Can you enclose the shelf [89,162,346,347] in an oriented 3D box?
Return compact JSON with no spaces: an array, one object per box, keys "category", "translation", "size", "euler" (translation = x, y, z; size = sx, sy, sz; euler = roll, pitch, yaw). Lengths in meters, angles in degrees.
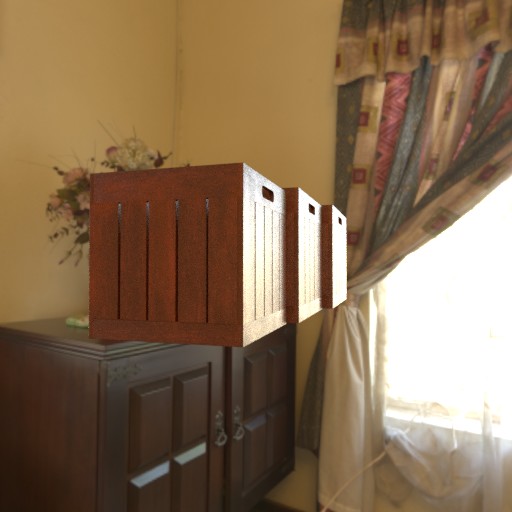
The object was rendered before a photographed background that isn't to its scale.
[{"category":"shelf","translation":[0.000,0.000,1.250],"size":[0.393,0.311,1.064],"euler":[0,-1,17]}]
